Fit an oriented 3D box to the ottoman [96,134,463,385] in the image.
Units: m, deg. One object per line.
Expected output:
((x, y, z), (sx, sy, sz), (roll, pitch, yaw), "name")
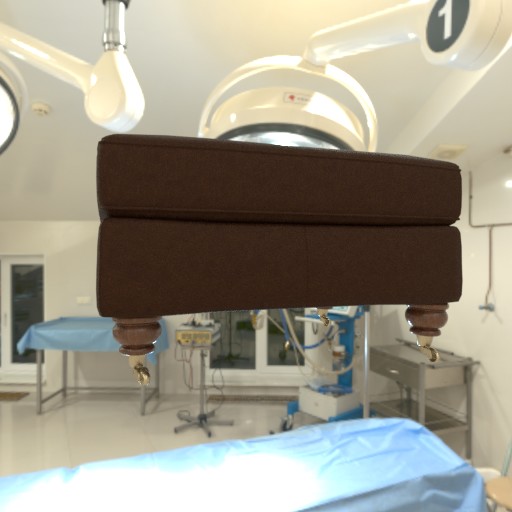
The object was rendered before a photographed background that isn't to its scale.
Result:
((0.000, 0.000, 1.766), (1.187, 0.730, 0.967), (0, 0, -19), "ottoman")
